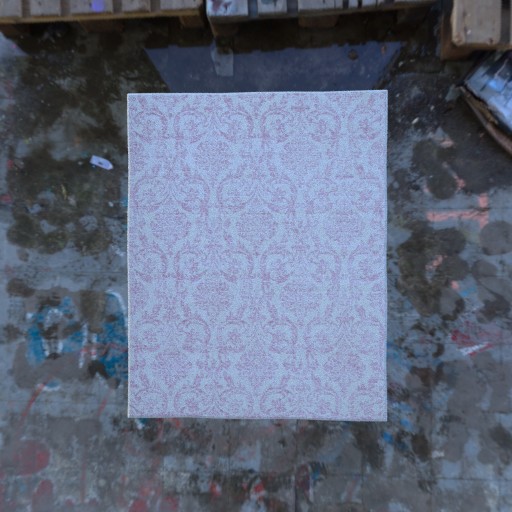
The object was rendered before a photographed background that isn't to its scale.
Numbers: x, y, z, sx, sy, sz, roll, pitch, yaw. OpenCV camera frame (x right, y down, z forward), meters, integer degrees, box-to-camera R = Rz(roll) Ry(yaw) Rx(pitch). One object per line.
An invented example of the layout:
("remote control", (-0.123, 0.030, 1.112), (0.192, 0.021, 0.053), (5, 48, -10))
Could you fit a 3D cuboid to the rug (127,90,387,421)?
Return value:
("rug", (0.000, 0.000, 4.032), (2.363, 0.012, 2.980), (0, 90, 2))
